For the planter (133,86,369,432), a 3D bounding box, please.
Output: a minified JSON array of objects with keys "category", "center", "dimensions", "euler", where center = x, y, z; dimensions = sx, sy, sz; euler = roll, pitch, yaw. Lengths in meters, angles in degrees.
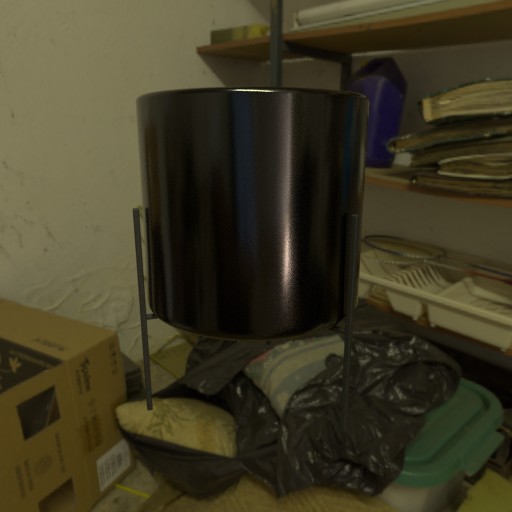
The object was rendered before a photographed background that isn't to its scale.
[{"category":"planter","center":[0.000,0.000,0.643],"dimensions":[0.310,0.432,0.310],"euler":[7,16,24]}]
